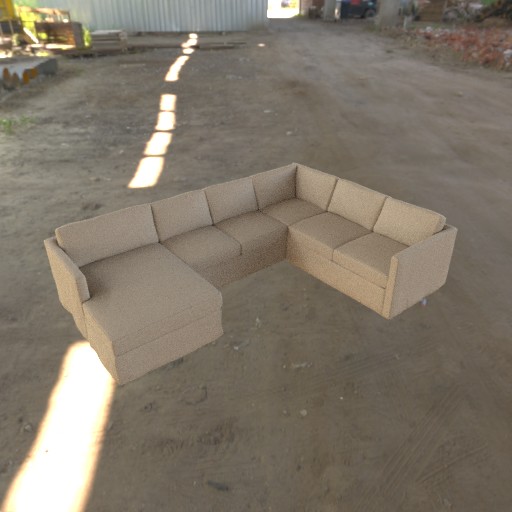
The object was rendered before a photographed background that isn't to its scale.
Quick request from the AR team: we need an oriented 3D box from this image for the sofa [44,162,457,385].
[{"bbox_3d":[0.000,0.000,4.636,3.528,0.878,2.476,-22,36,-32],"label":"sofa"}]
